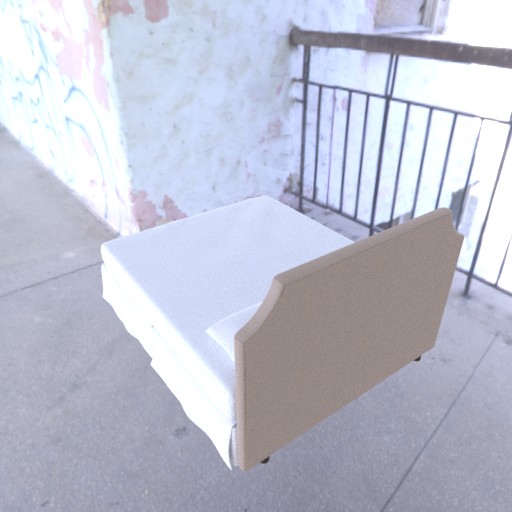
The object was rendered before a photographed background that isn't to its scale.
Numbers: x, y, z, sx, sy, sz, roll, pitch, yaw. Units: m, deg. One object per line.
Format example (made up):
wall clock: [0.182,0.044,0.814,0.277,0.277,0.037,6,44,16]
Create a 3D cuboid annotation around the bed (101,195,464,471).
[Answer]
bed: [0.000,0.000,4.252,2.350,1.590,2.773,-20,37,-30]
